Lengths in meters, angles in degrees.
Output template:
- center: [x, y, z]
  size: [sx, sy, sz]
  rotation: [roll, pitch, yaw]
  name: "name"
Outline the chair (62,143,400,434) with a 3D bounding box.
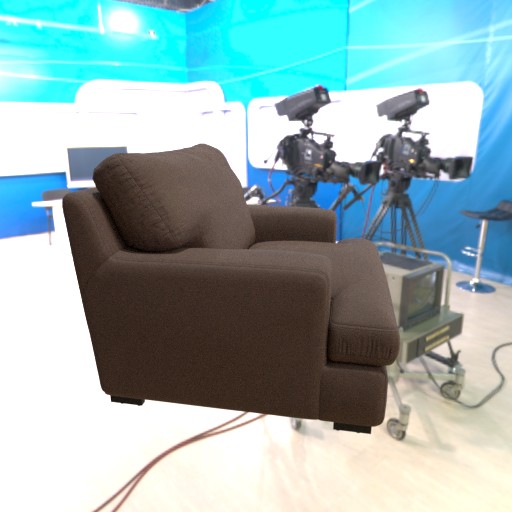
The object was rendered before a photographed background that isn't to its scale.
- center: [0.000, 0.000, 1.981]
  size: [1.143, 0.940, 1.168]
  rotation: [3, 17, 11]
  name: "chair"
